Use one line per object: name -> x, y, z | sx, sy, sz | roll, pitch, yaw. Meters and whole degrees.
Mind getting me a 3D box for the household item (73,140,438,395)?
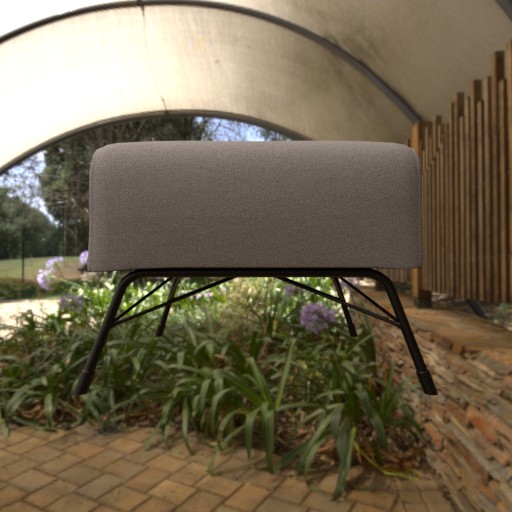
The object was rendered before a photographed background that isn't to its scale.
household item -> 0.000, 0.000, 0.905 | 0.530, 0.410, 0.530 | 0, -1, 0
